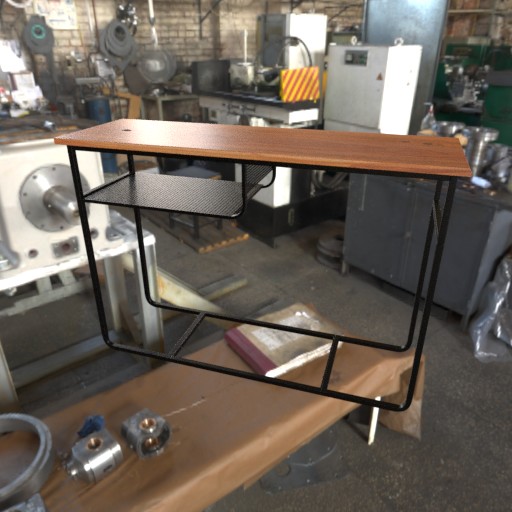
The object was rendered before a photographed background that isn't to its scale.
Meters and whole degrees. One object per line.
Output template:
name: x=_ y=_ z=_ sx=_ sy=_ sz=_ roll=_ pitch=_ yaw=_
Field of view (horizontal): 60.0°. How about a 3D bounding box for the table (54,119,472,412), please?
table: x=0.000 y=0.000 z=1.428 sx=1.100 sy=0.750 sz=0.350 roll=8 pitch=27 yaw=16
